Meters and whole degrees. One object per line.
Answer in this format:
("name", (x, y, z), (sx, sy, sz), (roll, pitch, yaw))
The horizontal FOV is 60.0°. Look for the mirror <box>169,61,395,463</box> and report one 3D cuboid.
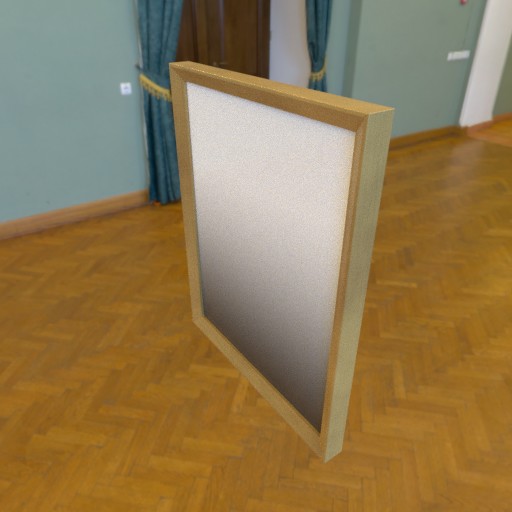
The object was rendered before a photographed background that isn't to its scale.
("mirror", (0.000, 0.000, 0.680), (0.041, 0.509, 0.406), (-20, 36, -30))
